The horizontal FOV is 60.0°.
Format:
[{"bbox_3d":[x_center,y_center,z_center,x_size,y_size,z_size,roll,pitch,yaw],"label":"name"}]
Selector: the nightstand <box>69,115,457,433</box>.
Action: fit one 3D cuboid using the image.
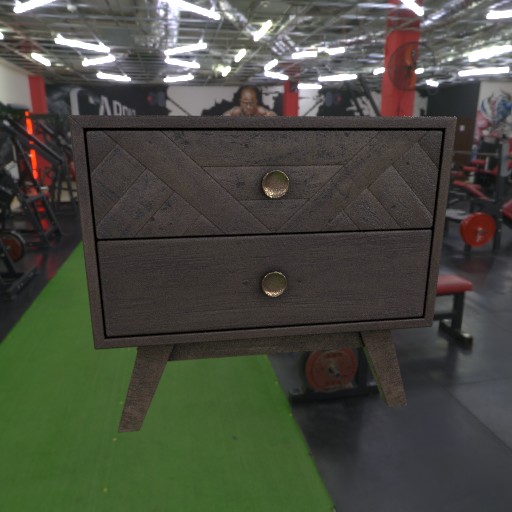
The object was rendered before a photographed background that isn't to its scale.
[{"bbox_3d":[0.000,0.000,1.016,0.650,0.599,0.450,-2,16,-8],"label":"nightstand"}]
